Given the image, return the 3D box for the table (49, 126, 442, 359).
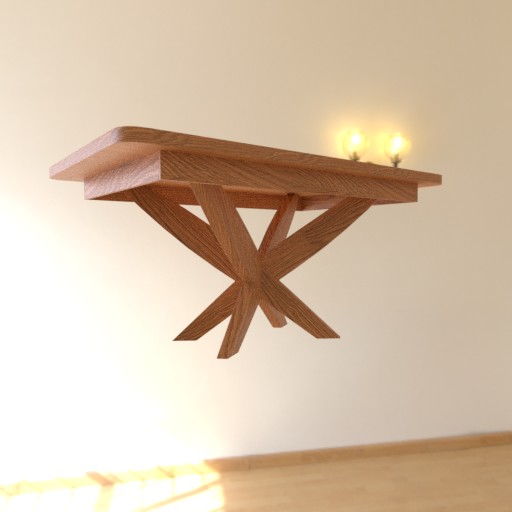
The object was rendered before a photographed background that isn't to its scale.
[{"bbox_3d":[0.000,0.000,2.060,1.600,0.770,0.950,-1,2,-36],"label":"table"}]
